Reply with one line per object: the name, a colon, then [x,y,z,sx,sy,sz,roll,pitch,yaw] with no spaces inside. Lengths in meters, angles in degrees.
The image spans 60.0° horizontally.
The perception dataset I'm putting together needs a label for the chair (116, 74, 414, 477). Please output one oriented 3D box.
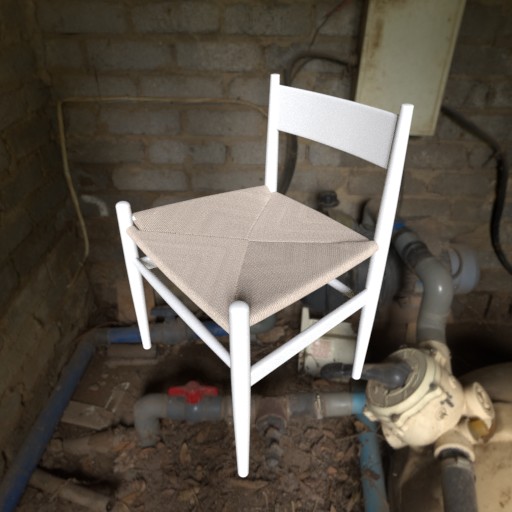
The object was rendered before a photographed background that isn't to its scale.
chair: [0.000,0.000,1.121,0.495,0.762,0.556,-21,38,-30]
